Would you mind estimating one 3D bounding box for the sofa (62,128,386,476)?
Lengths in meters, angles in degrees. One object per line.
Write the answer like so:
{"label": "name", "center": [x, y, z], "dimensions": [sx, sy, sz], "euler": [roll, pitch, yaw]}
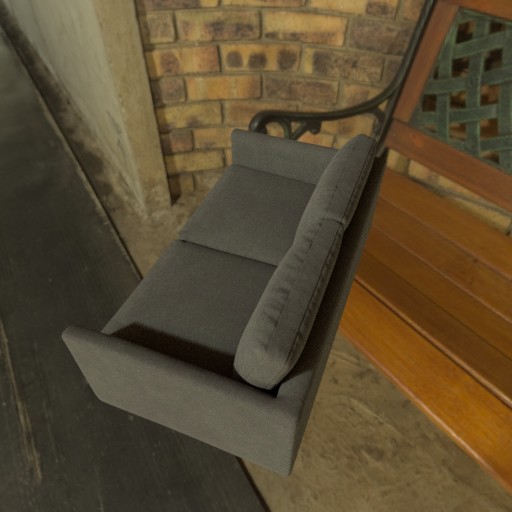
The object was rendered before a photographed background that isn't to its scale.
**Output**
{"label": "sofa", "center": [0.000, 0.000, 2.550], "dimensions": [1.091, 0.845, 1.909], "euler": [16, 48, 15]}
